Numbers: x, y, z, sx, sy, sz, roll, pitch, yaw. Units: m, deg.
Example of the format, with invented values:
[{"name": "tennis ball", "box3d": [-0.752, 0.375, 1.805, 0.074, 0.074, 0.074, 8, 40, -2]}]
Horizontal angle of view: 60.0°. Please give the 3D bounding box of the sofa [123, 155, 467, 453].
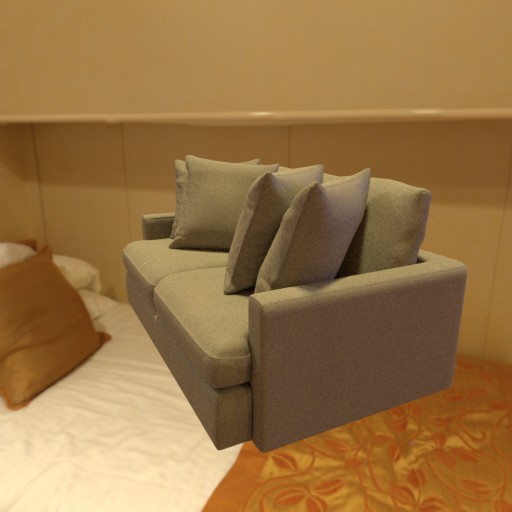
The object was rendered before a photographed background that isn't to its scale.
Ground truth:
[{"name": "sofa", "box3d": [0.000, 0.000, 2.536, 1.228, 1.080, 1.869, -8, 18, -25]}]
